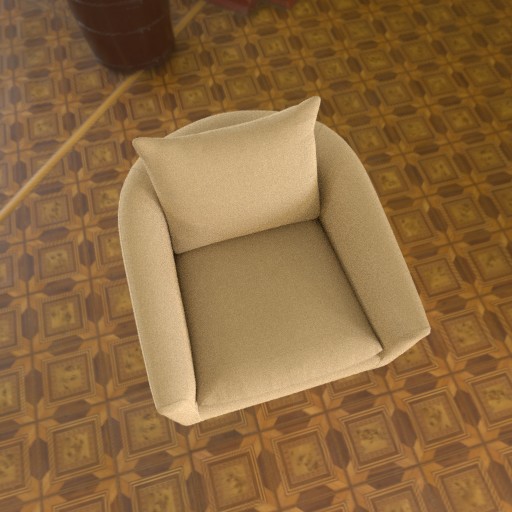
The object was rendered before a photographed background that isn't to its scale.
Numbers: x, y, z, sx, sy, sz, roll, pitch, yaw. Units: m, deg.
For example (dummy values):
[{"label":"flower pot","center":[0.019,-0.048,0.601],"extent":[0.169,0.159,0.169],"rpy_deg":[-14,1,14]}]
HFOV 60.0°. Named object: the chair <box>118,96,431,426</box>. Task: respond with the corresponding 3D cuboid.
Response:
[{"label":"chair","center":[0.000,0.000,1.576],"extent":[0.845,0.848,0.910],"rpy_deg":[-15,65,-7]}]
